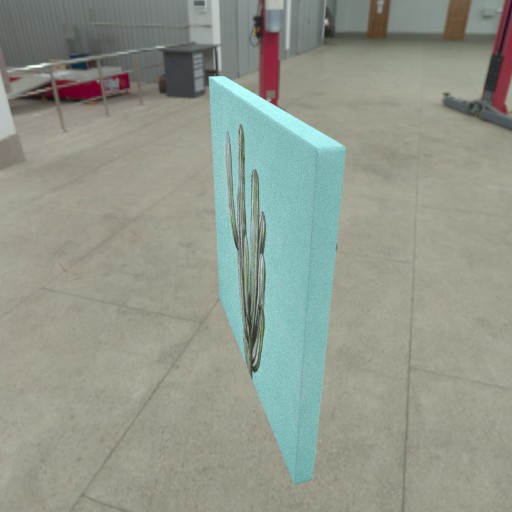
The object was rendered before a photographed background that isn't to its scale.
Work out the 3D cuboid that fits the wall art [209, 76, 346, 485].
[{"bbox_3d":[0.000,0.000,1.134,0.054,0.766,0.765,-9,31,-15],"label":"wall art"}]
